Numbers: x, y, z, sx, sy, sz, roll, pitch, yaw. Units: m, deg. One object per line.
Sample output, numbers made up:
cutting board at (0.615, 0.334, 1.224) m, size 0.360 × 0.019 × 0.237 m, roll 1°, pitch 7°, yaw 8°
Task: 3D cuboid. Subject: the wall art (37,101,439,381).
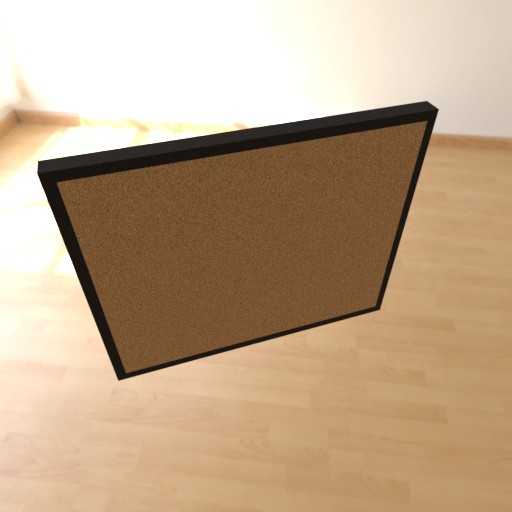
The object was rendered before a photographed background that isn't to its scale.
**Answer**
wall art at (0.000, 0.000, 0.752) m, size 0.554 × 0.454 × 0.030 m, roll -13°, pitch 44°, yaw -13°
